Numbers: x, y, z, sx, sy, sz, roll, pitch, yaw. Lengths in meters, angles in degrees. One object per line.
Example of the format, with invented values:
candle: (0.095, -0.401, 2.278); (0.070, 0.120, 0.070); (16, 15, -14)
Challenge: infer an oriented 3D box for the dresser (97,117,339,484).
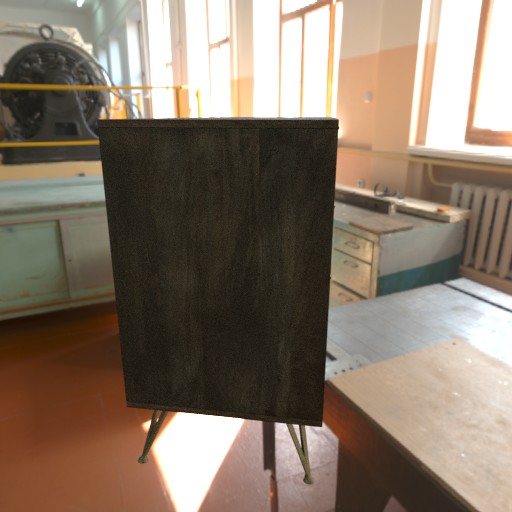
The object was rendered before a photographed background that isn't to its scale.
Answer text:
dresser: (0.000, 0.000, 1.346); (0.453, 0.801, 0.923); (3, 18, 9)
